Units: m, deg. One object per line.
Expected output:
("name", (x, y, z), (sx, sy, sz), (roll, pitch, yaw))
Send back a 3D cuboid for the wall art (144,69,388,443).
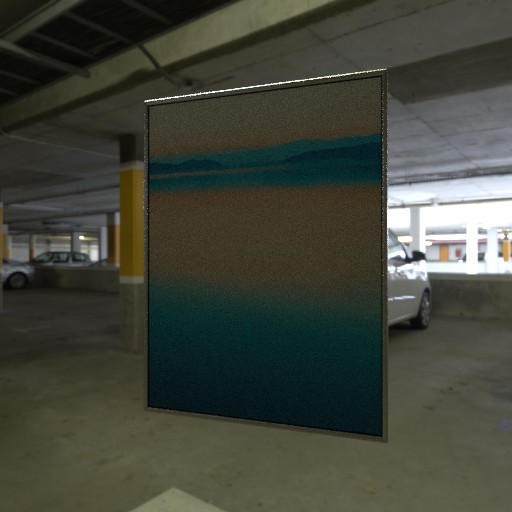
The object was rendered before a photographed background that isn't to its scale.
("wall art", (0.000, 0.000, 1.403), (0.801, 1.062, 0.037), (0, 0, 19))
